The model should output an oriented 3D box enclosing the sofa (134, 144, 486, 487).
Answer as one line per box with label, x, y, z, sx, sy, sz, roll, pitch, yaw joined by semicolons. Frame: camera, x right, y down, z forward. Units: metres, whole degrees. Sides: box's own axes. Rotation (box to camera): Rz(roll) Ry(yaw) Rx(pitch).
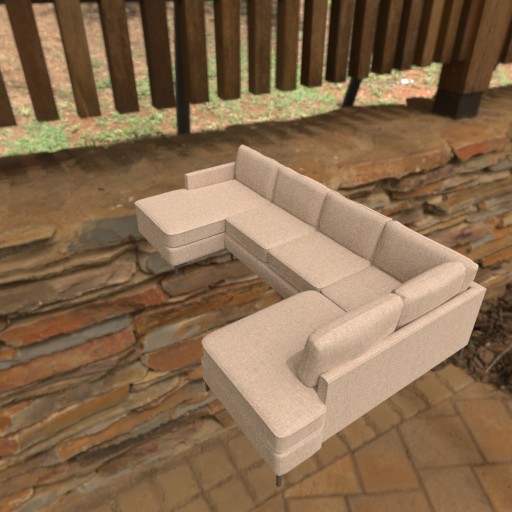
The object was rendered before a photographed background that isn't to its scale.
sofa;0.000;0.000;4.204;2.021;0.996;3.423;-21;38;-28
